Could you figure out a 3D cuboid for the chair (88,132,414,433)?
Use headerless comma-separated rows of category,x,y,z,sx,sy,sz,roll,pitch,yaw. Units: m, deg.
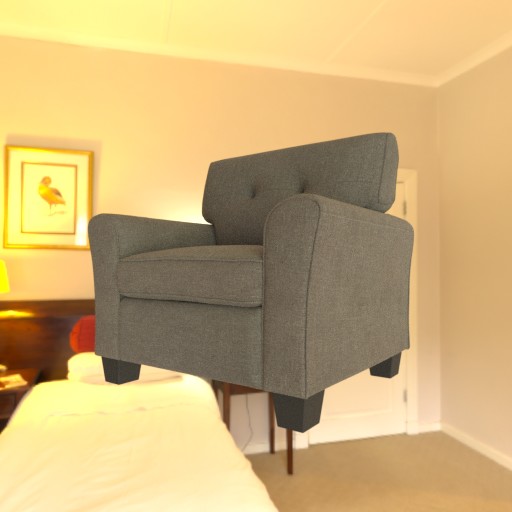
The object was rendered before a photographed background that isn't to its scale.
chair,0.000,0.000,1.621,0.941,0.890,0.816,0,-1,36
